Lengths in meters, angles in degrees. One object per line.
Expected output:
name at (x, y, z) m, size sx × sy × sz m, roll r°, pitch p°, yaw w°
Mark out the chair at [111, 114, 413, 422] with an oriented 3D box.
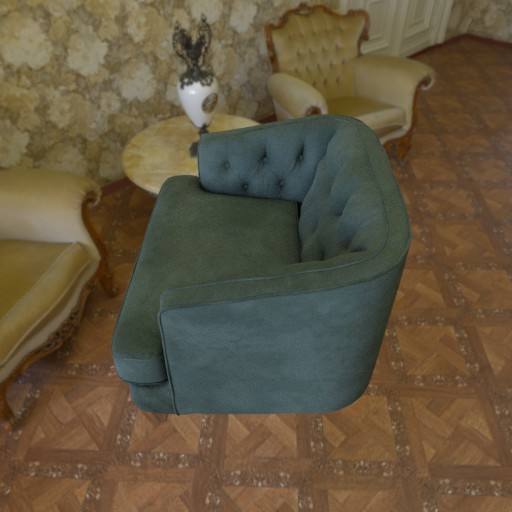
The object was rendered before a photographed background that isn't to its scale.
chair at (0.000, 0.000, 1.800) m, size 0.941 × 0.852 × 1.104 m, roll 1°, pitch 41°, yaw 1°
